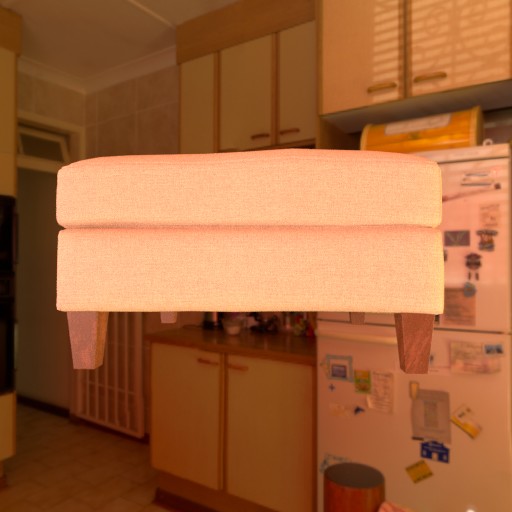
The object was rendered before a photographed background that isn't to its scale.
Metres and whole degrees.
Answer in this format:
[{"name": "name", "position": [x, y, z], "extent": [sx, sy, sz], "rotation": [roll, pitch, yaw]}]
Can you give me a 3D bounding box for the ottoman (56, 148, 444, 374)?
[{"name": "ottoman", "position": [0.000, 0.000, 1.331], "extent": [0.838, 0.503, 0.838], "rotation": [0, -1, 3]}]
